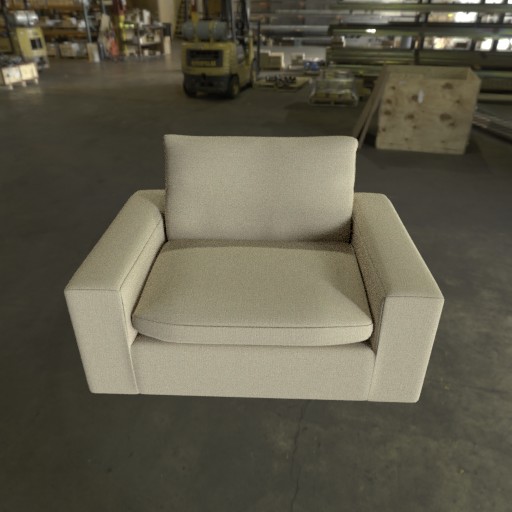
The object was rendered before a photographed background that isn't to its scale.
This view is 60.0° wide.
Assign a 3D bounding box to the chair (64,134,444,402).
[{"bbox_3d":[0.000,0.000,2.048,1.398,0.915,1.039,1,30,2],"label":"chair"}]
